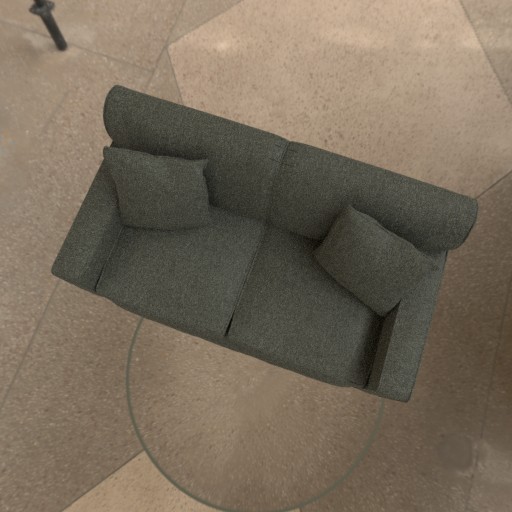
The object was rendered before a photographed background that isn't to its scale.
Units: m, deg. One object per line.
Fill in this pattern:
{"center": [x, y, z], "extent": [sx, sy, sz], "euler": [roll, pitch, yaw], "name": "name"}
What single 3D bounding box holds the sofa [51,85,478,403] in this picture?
{"center": [0.000, 0.000, 2.371], "extent": [1.846, 0.958, 0.998], "euler": [19, 76, 5], "name": "sofa"}
